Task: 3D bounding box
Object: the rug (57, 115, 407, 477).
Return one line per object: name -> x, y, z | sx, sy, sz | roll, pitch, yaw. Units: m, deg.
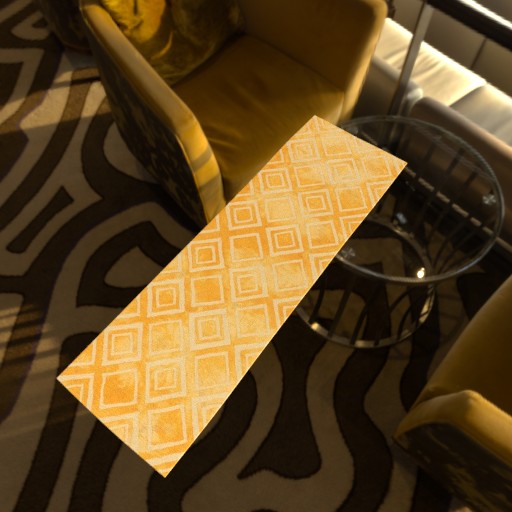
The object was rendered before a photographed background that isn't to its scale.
rug -> 0.000, 0.000, 2.669 | 0.775, 0.010, 2.438 | 33, 65, 18
